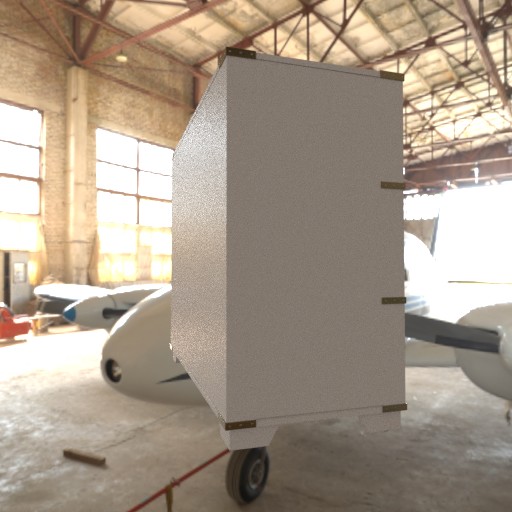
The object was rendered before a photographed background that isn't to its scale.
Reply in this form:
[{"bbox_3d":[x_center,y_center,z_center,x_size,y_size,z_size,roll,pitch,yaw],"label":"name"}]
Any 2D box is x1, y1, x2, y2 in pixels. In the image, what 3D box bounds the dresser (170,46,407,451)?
[{"bbox_3d":[0.000,0.000,1.515,0.460,0.891,1.022,0,-1,-17],"label":"dresser"}]
